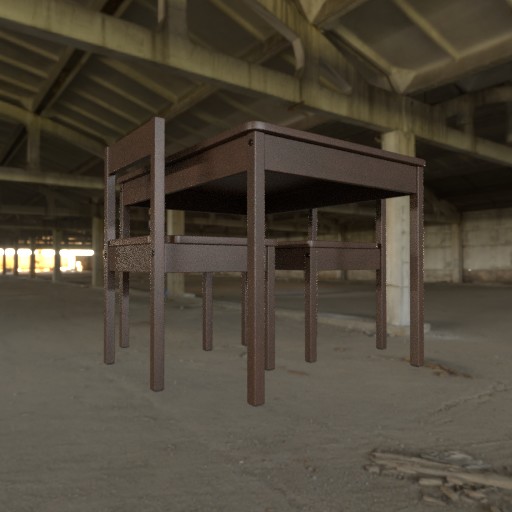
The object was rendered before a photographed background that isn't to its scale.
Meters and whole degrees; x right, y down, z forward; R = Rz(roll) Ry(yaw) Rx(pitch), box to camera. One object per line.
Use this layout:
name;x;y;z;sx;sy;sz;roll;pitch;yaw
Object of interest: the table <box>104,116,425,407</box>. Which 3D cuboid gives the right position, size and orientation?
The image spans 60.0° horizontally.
table;0.000;0.000;1.117;0.672;0.503;0.650;1;-1;-37
